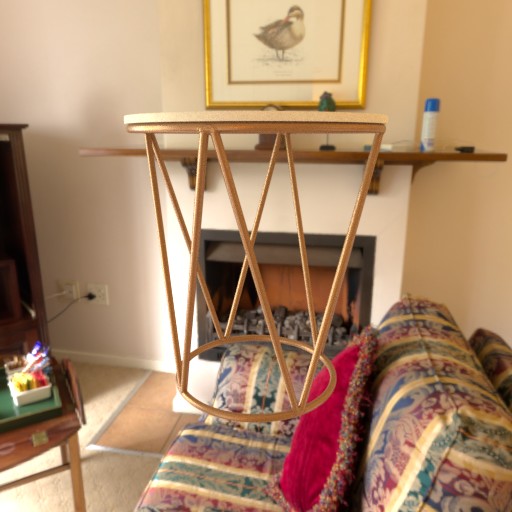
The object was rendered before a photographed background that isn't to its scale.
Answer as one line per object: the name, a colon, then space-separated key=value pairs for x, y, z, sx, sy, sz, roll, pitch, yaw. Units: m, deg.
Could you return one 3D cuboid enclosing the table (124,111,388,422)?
table: x=0.000 y=0.000 z=0.946 sx=0.500 sy=0.564 sz=0.500 roll=0 pitch=15 yaw=0
